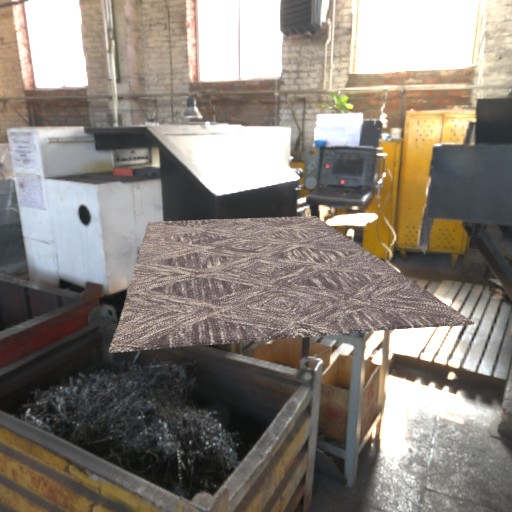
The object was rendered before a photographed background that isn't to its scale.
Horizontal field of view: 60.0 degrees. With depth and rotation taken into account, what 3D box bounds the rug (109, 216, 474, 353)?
[{"bbox_3d":[0.000,0.000,2.252,1.186,0.012,1.814,-3,17,-9],"label":"rug"}]
